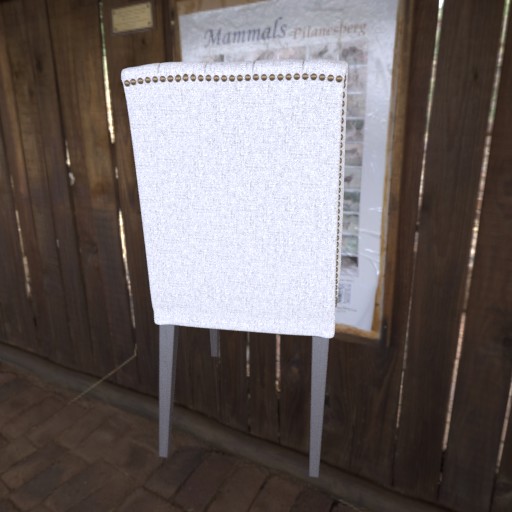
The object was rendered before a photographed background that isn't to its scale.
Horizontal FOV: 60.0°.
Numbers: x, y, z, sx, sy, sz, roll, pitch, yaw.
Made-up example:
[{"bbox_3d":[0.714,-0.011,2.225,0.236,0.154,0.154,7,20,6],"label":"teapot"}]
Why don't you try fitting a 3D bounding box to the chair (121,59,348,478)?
[{"bbox_3d":[0.000,0.000,1.338,0.511,1.016,0.647,3,17,10],"label":"chair"}]
